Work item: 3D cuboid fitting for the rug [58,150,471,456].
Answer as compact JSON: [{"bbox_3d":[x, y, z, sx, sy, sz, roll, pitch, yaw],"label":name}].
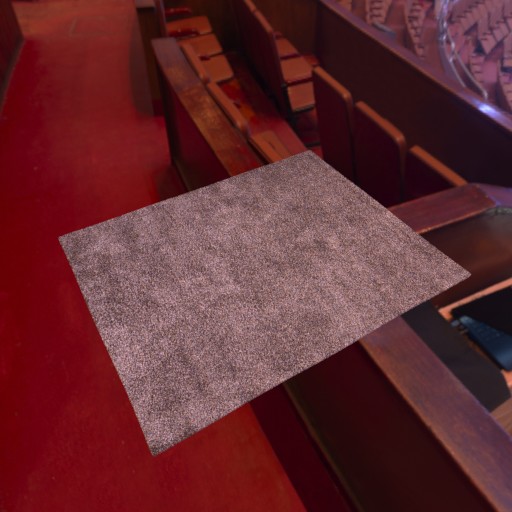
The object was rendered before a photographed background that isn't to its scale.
[{"bbox_3d":[0.000,0.000,4.092,3.000,0.025,2.401,-23,50,-22],"label":"rug"}]
